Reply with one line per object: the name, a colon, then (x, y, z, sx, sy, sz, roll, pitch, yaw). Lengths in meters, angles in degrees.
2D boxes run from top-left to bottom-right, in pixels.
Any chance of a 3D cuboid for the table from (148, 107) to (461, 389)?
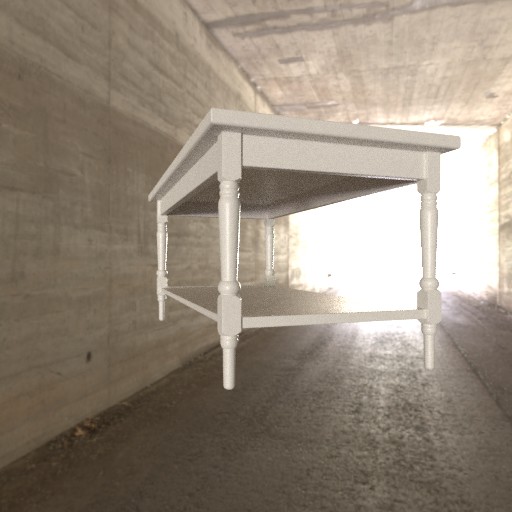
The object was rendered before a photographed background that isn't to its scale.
table: (0.000, 0.000, 1.383, 0.550, 0.510, 1.107, 0, -1, -19)
